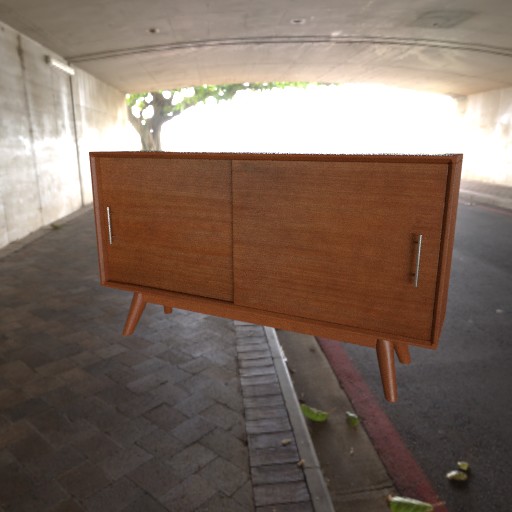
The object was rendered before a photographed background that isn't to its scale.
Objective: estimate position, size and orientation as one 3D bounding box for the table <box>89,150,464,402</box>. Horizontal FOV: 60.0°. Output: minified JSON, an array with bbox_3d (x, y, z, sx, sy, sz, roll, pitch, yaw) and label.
[{"bbox_3d":[0.000,0.000,1.529,1.220,0.698,0.308,7,16,26],"label":"table"}]
